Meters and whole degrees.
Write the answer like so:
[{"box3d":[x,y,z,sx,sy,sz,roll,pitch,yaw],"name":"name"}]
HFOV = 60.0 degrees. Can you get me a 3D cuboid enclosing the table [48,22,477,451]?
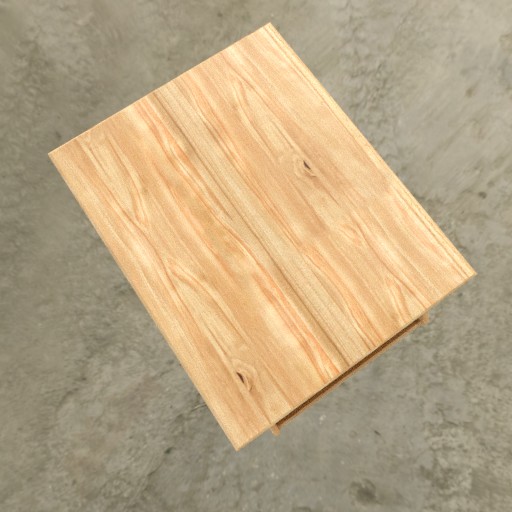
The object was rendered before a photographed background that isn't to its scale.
[{"box3d":[0.000,0.000,0.846,0.380,0.515,0.530,-34,79,-8],"name":"table"}]
